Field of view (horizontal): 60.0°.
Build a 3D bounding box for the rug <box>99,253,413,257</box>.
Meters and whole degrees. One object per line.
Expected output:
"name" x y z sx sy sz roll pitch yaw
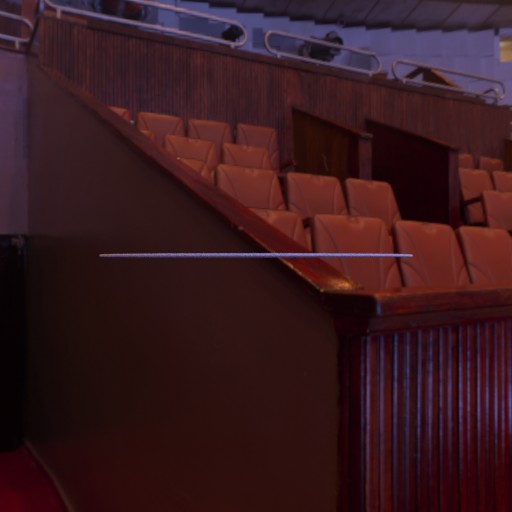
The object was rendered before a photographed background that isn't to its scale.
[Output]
"rug" 0.000 0.000 3.572 2.382 0.014 2.382 0 0 0
